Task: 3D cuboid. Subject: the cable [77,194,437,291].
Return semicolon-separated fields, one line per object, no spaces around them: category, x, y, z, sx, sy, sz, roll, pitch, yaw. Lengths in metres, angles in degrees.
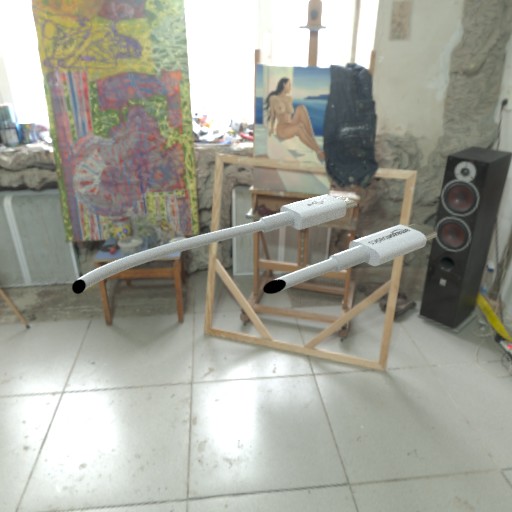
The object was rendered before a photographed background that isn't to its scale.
cable;0.000;0.000;0.114;0.098;0.006;0.040;-18;32;-31
